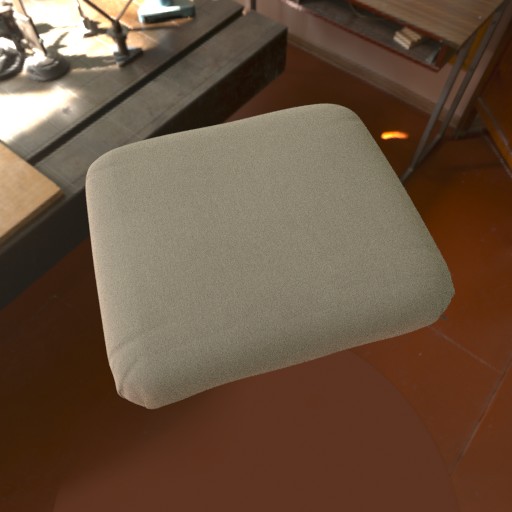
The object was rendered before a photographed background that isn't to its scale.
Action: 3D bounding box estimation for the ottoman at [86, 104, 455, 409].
[{"bbox_3d":[0.000,0.000,1.139,0.746,0.450,0.639,-15,61,-8],"label":"ottoman"}]
